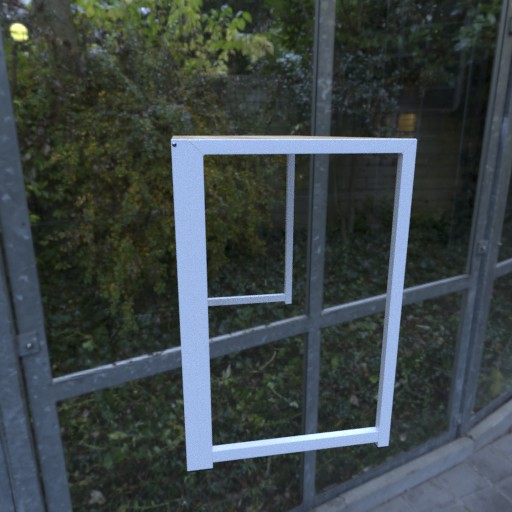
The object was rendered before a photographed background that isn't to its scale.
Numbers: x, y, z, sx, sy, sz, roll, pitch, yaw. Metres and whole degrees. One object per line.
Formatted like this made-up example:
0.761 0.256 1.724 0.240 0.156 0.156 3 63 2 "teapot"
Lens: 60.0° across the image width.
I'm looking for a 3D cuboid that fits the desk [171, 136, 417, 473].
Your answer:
0.000 0.000 1.467 0.508 0.762 1.016 -3 16 -10 "desk"
